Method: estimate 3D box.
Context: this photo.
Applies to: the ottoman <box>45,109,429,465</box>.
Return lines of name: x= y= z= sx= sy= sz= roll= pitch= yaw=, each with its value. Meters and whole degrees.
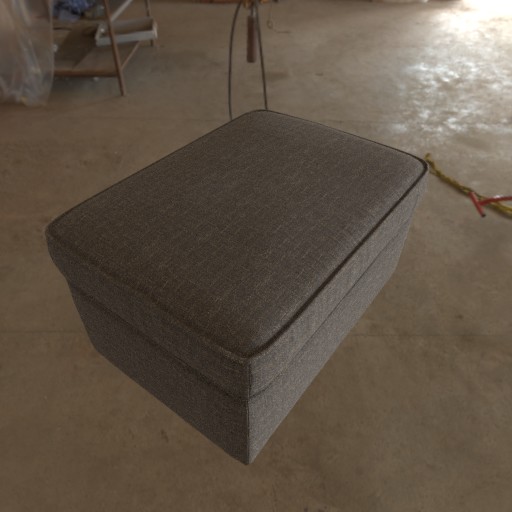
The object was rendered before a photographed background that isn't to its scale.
ottoman: x=0.000 y=0.000 z=1.086 sx=0.549 sy=0.450 sz=0.749 roll=27 pitch=48 yaw=27
